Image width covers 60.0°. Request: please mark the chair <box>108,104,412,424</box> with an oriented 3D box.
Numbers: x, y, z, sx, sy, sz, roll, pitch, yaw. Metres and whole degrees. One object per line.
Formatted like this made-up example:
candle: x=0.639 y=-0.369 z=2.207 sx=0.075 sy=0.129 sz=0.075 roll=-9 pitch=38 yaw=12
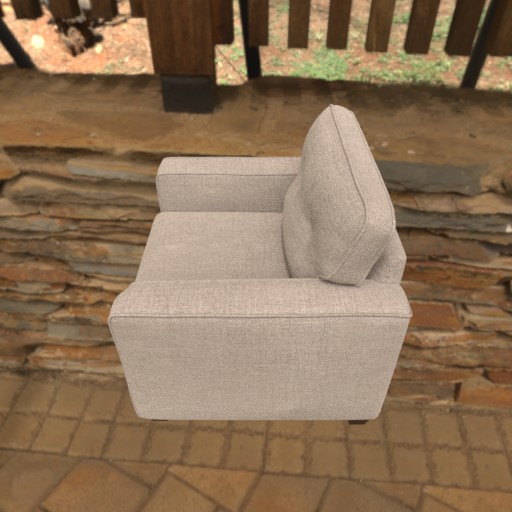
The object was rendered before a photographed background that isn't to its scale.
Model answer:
chair: x=0.000 y=0.000 z=1.786 sx=0.939 sy=0.965 sz=1.015 roll=0 pitch=40 yaw=0
